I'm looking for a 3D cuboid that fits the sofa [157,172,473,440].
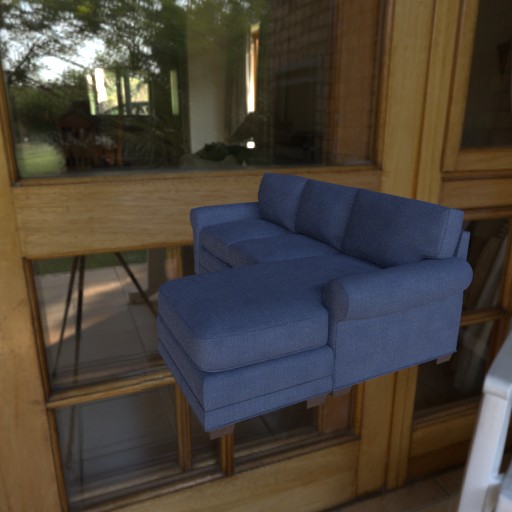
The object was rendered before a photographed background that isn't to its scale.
[{"bbox_3d":[0.000,0.000,3.429,1.780,1.063,2.567,-8,18,-25],"label":"sofa"}]
